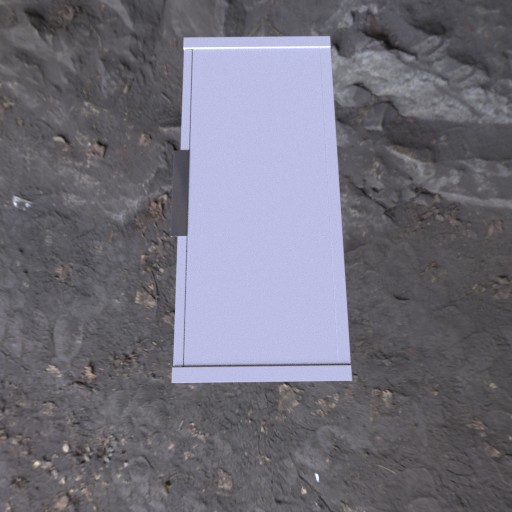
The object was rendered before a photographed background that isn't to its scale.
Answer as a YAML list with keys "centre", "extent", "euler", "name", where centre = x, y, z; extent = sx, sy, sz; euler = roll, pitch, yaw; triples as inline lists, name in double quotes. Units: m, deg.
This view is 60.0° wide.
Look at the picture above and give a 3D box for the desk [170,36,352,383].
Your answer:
- centre: [0.000, 0.000, 1.604]
  extent: [0.390, 1.190, 0.850]
  euler: [-1, 75, 0]
  name: "desk"
